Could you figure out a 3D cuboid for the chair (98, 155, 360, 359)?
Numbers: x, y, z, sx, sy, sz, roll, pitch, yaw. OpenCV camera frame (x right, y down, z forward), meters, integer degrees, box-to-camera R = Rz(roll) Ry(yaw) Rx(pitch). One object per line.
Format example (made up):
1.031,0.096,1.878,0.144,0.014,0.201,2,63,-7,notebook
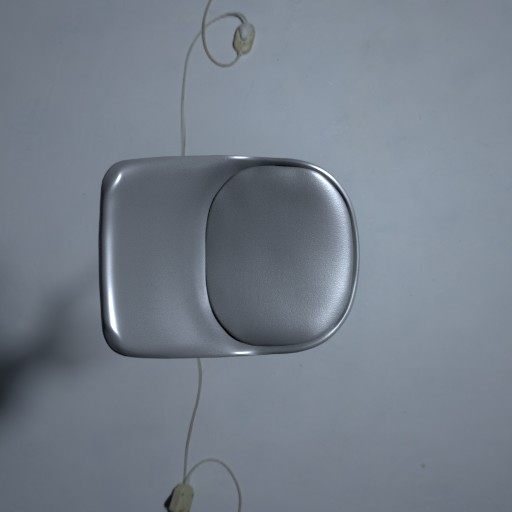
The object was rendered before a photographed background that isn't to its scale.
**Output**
0.000,0.000,1.131,0.530,0.850,0.485,0,91,-1,chair
